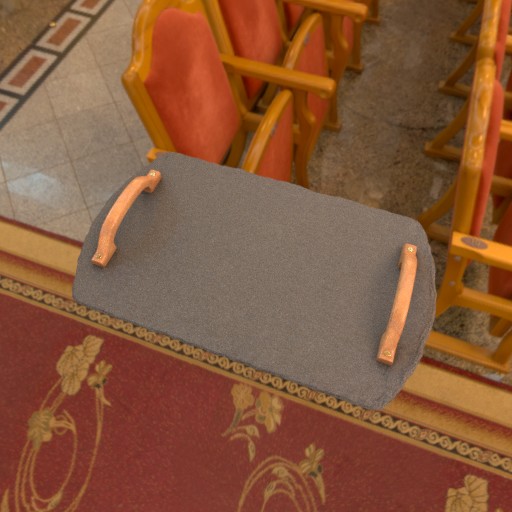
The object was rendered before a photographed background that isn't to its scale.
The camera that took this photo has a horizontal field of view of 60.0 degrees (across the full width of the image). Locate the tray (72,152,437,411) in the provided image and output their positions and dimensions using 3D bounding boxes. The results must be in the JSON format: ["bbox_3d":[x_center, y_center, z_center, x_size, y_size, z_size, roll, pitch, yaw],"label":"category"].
[{"bbox_3d":[0.000,0.000,0.480,0.387,0.062,0.231,17,60,11],"label":"tray"}]
